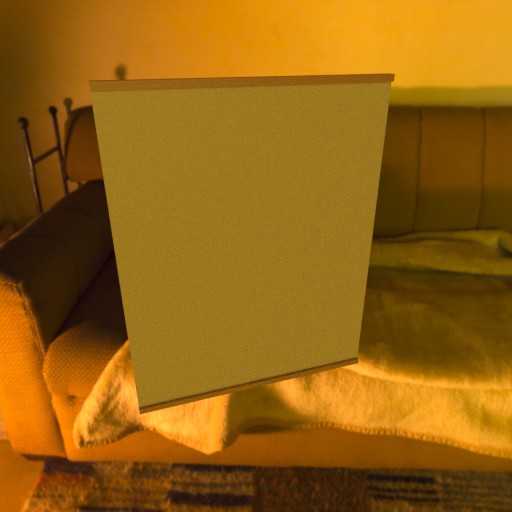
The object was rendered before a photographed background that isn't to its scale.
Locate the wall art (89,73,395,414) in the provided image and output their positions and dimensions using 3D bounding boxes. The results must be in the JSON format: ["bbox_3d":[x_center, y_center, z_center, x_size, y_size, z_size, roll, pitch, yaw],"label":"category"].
[{"bbox_3d":[0.000,0.000,0.677,0.405,0.508,0.012,-8,27,-17],"label":"wall art"}]
